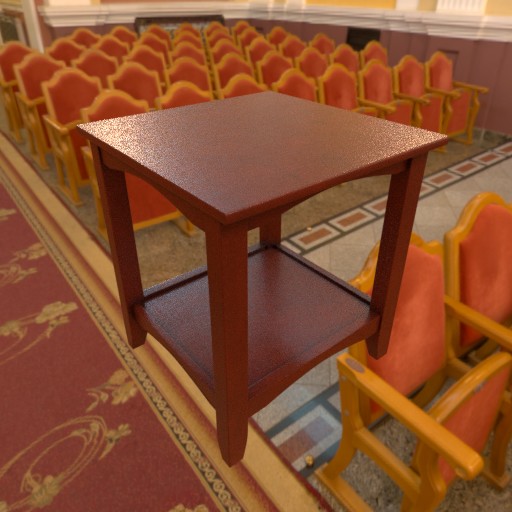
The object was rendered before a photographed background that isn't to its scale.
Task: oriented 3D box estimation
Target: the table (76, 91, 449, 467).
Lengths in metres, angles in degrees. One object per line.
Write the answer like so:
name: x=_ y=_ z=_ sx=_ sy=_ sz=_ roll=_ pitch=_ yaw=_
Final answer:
table: x=0.000 y=0.000 z=0.983 sx=0.523 sy=0.558 sz=0.522 roll=-21 pitch=38 yaw=-30
